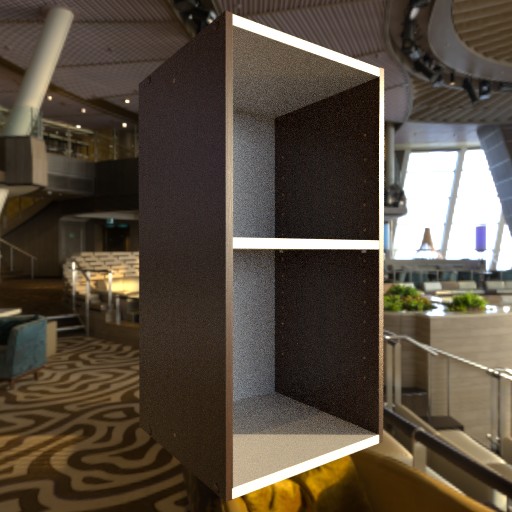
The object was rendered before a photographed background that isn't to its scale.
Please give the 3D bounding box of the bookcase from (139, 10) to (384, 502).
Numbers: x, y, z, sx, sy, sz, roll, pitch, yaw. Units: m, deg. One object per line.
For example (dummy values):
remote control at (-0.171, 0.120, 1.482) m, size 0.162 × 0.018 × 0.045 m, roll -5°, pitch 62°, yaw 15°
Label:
bookcase at (0.000, 0.000, 0.744) m, size 0.300 × 0.600 × 0.290 m, roll 0°, pitch 1°, yaw -35°
